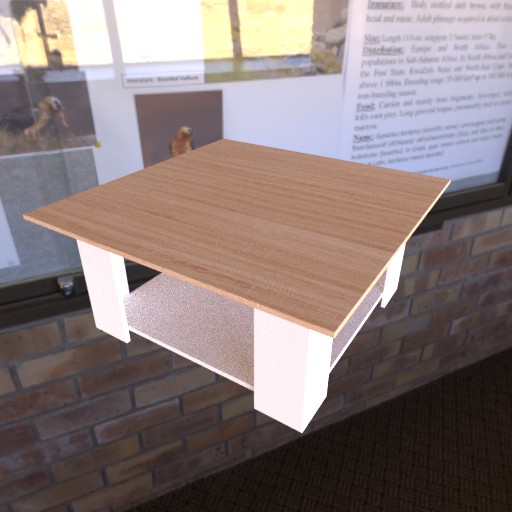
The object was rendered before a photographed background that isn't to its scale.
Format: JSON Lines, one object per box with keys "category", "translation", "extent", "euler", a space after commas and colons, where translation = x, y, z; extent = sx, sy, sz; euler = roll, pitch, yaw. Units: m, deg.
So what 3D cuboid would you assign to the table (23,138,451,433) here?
{"category": "table", "translation": [0.000, 0.000, 1.041], "extent": [0.670, 0.305, 0.670], "euler": [18, 34, 28]}
